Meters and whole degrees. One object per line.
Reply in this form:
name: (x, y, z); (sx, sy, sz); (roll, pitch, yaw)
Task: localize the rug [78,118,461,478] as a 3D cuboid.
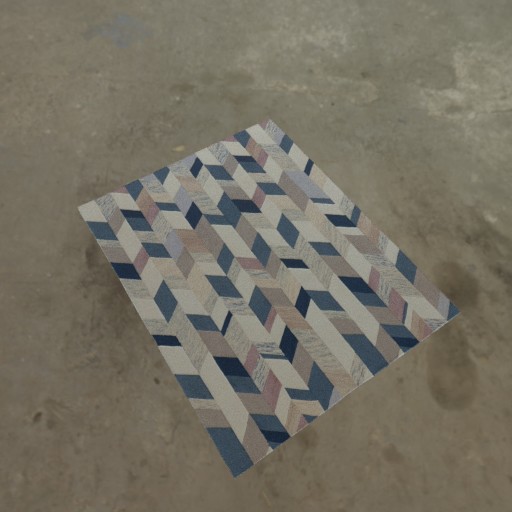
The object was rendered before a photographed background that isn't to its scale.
rug: (0.000, 0.000, 4.319); (2.451, 0.011, 3.072); (-30, 63, -17)
